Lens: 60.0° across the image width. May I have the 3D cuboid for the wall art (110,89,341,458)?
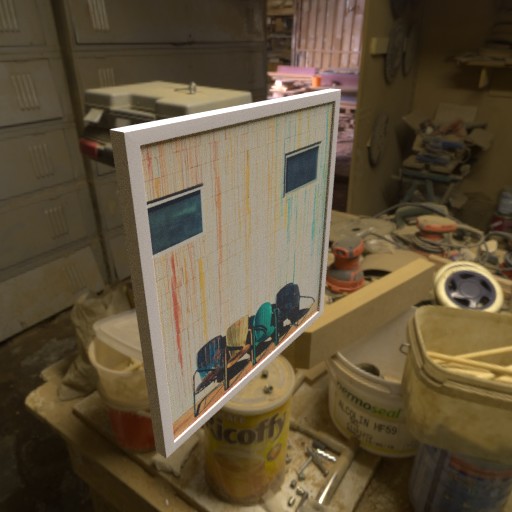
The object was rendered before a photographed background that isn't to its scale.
[{"bbox_3d":[0.000,0.000,1.163,0.036,0.760,0.760,18,32,32],"label":"wall art"}]
